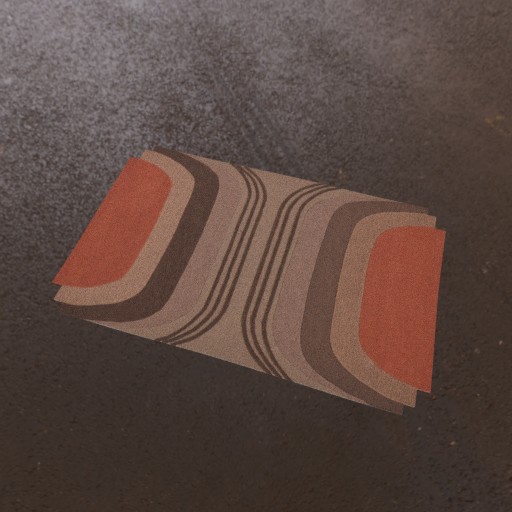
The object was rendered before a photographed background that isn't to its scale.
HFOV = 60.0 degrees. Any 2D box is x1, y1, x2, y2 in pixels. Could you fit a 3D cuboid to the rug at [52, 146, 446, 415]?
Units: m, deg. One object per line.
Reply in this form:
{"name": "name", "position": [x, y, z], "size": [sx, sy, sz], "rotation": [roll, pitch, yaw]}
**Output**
{"name": "rug", "position": [0.000, 0.000, 3.020], "size": [2.446, 0.017, 1.530], "rotation": [15, 59, 9]}
